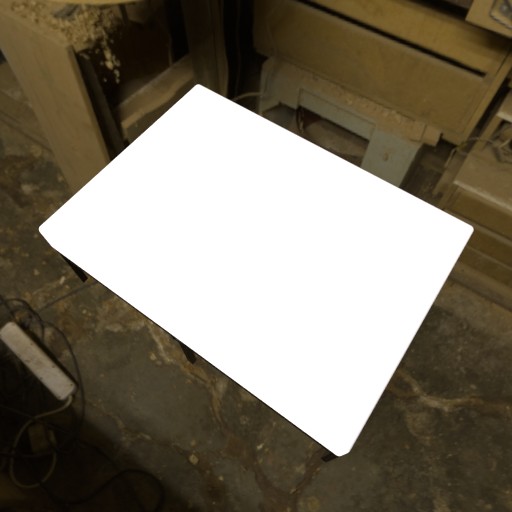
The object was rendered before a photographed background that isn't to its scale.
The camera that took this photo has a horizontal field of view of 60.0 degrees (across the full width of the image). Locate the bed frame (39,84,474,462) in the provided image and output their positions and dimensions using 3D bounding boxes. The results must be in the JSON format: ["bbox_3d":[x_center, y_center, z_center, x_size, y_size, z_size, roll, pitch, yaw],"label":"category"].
[{"bbox_3d":[0.000,0.000,2.707,1.956,0.659,1.408,32,66,16],"label":"bed frame"}]
